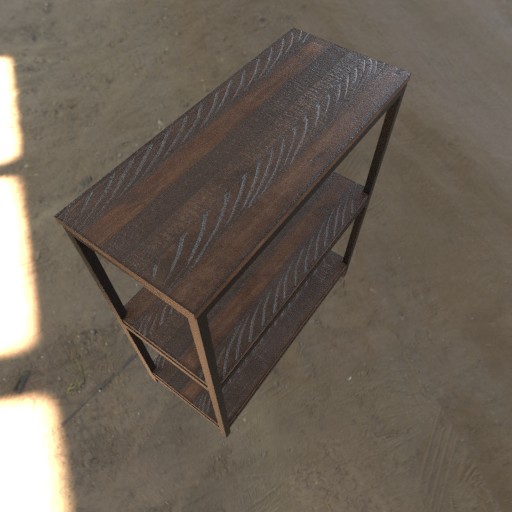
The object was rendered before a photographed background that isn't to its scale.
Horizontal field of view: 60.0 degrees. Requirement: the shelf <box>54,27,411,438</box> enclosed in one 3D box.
[{"bbox_3d":[0.000,0.000,1.364,0.352,0.947,0.822,31,62,19],"label":"shelf"}]
